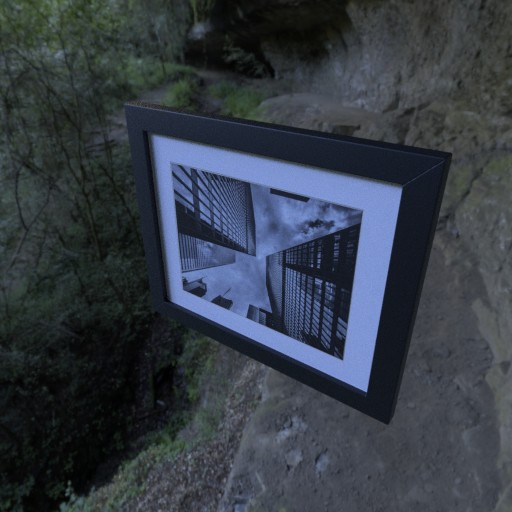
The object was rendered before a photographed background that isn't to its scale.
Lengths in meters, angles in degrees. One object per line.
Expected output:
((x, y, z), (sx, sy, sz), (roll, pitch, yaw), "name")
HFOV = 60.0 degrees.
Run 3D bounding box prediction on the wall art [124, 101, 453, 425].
((0.000, 0.000, 0.773), (0.558, 0.457, 0.031), (19, 35, 30), "wall art")
